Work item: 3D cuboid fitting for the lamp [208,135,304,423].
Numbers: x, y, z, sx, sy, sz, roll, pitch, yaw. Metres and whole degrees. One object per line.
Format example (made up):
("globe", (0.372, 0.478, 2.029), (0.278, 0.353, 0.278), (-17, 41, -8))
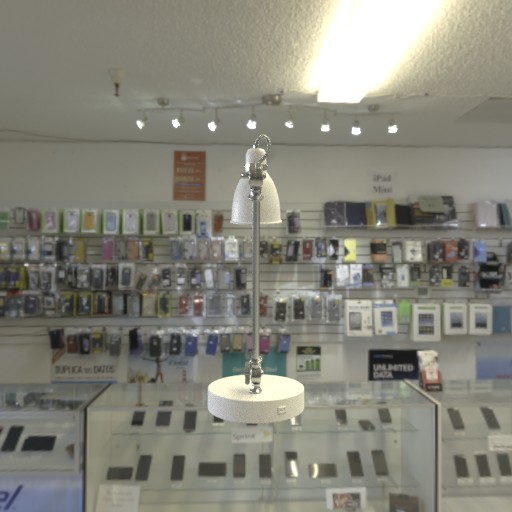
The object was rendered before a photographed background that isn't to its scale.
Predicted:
("lamp", (0.000, 0.000, 0.897), (0.187, 0.587, 0.561), (0, -1, 0))
